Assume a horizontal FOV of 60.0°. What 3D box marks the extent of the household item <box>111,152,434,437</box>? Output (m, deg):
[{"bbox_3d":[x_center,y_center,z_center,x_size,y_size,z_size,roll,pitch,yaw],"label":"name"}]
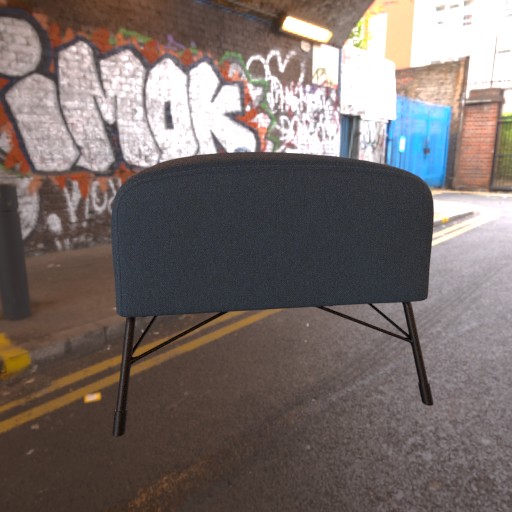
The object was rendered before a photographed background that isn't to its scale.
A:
[{"bbox_3d":[0.000,0.000,0.917,0.530,0.420,0.530,-2,13,-9],"label":"household item"}]
